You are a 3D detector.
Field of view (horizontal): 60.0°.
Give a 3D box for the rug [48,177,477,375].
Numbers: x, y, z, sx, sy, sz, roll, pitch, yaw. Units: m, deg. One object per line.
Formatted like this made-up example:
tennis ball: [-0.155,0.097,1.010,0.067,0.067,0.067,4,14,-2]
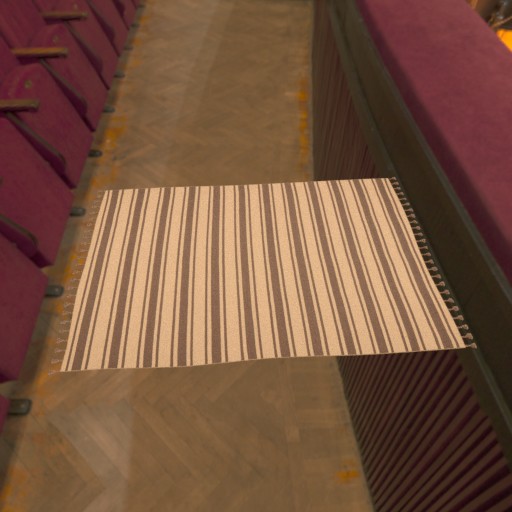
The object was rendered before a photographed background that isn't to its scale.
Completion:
rug: [0.000,0.000,3.779,3.040,0.017,2.030,-3,46,-3]
